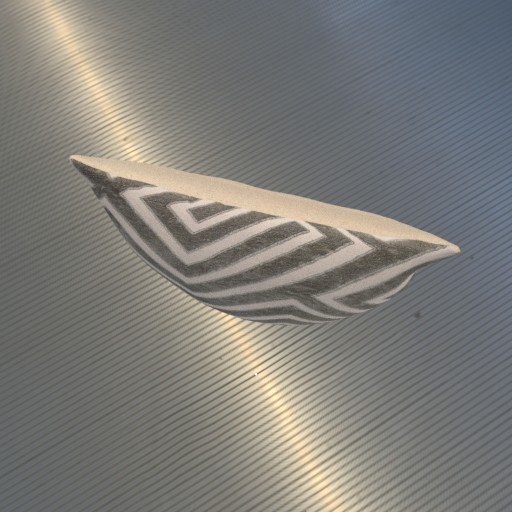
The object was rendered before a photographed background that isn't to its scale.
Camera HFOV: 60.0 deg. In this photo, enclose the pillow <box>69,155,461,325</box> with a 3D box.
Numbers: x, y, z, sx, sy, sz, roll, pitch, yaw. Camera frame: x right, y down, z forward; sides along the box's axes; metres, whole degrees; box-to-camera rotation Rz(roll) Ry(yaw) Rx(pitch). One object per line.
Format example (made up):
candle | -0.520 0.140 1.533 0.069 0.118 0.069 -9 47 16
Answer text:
pillow | 0.000 0.000 0.675 0.440 0.441 0.182 13 75 4
